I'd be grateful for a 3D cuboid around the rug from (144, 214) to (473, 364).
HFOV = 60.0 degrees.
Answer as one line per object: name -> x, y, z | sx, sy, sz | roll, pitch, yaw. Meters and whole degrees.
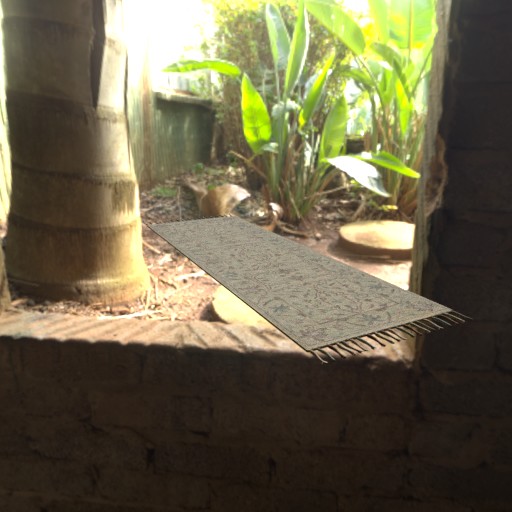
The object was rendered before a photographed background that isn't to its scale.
rug -> 0.000, 0.000, 2.701 | 0.769, 0.013, 2.440 | -9, 19, -26
